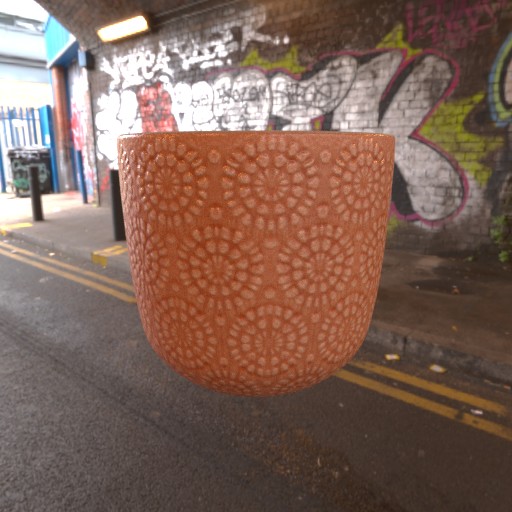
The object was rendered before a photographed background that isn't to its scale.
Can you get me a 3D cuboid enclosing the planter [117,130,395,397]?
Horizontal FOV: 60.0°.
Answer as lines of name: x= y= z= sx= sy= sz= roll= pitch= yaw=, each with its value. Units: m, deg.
planter: x=0.000 y=0.000 z=0.366 sx=0.208 sy=0.190 sz=0.208 roll=0 pitch=13 yaw=0
